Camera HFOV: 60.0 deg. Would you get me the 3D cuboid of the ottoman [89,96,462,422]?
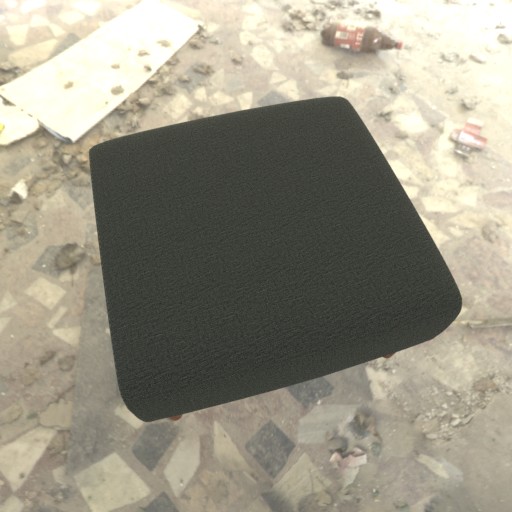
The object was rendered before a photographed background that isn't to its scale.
[{"bbox_3d":[0.000,0.000,1.066,0.650,0.398,0.649,-14,60,-8],"label":"ottoman"}]
